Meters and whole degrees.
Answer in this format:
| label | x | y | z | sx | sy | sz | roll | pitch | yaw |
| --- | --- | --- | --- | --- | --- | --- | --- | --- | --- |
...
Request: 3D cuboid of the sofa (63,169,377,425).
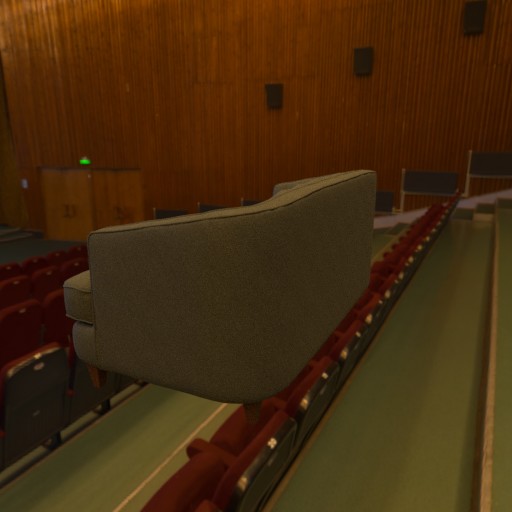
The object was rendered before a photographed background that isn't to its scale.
| label | x | y | z | sx | sy | sz | roll | pitch | yaw |
| --- | --- | --- | --- | --- | --- | --- | --- | --- | --- |
| sofa | 0.000 | 0.000 | 2.321 | 0.941 | 0.855 | 1.733 | 8 | 18 | 26 |
